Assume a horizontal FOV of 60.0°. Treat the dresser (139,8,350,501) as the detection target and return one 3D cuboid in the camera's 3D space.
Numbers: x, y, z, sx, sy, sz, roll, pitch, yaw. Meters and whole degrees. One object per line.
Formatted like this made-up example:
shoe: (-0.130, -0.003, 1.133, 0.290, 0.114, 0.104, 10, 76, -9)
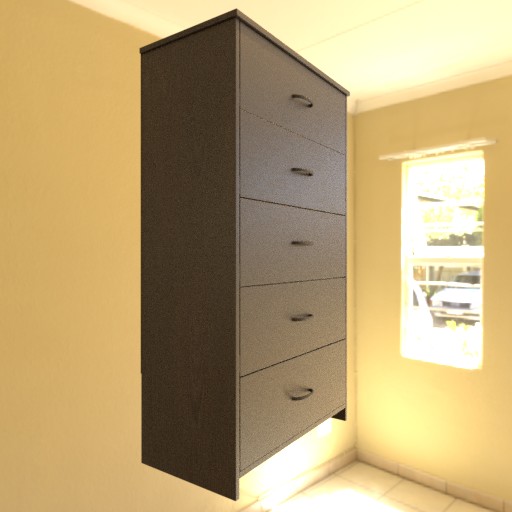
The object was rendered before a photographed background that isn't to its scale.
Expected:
dresser: (0.000, 0.000, 1.518, 0.418, 1.254, 0.704, 0, 0, 35)
